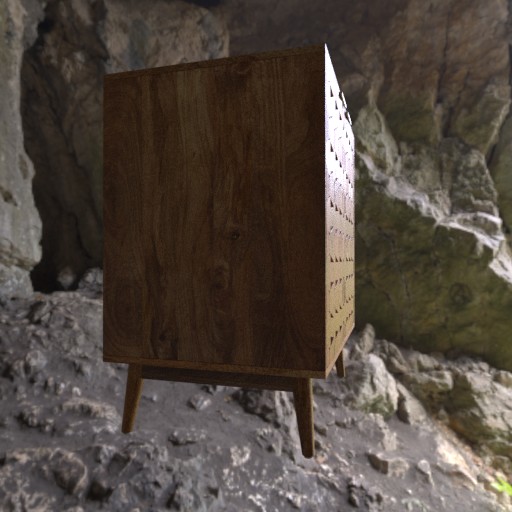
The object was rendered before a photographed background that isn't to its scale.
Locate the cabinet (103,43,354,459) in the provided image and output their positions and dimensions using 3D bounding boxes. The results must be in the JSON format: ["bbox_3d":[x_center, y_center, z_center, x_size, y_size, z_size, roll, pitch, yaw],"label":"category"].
[{"bbox_3d":[0.000,0.000,1.167,0.473,0.758,0.647,0,0,17],"label":"cabinet"}]
